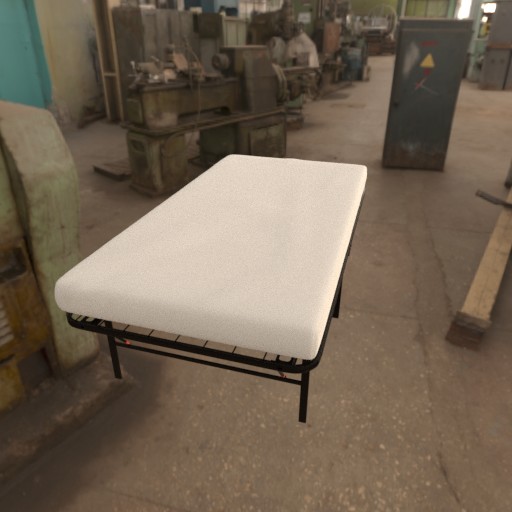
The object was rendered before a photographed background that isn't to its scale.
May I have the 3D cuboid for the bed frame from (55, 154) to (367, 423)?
[{"bbox_3d":[0.000,0.000,2.391,0.989,0.619,1.903,8,29,15],"label":"bed frame"}]
